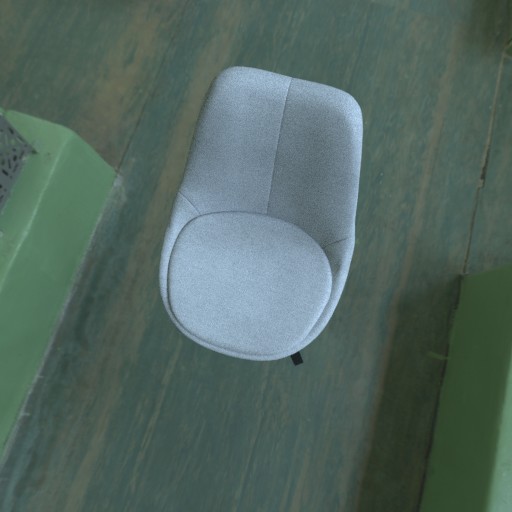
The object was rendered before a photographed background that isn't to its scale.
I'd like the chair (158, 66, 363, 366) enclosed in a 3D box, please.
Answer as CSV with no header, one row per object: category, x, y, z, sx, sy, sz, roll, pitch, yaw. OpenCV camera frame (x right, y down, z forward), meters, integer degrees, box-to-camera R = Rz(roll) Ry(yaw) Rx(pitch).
chair,0.000,0.000,1.211,0.485,0.850,0.550,15,76,4
